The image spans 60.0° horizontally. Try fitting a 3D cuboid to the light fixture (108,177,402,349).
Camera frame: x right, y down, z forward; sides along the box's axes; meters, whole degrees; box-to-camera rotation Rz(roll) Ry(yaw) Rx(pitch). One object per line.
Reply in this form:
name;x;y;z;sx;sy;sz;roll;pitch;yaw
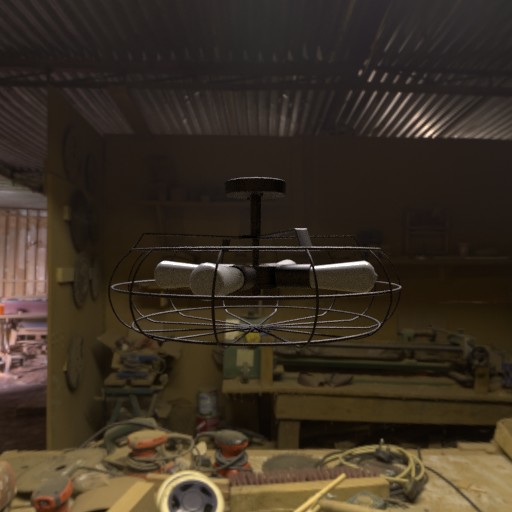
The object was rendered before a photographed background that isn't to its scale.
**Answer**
light fixture;0.000;0.000;0.932;0.582;0.311;0.582;0;-1;0
